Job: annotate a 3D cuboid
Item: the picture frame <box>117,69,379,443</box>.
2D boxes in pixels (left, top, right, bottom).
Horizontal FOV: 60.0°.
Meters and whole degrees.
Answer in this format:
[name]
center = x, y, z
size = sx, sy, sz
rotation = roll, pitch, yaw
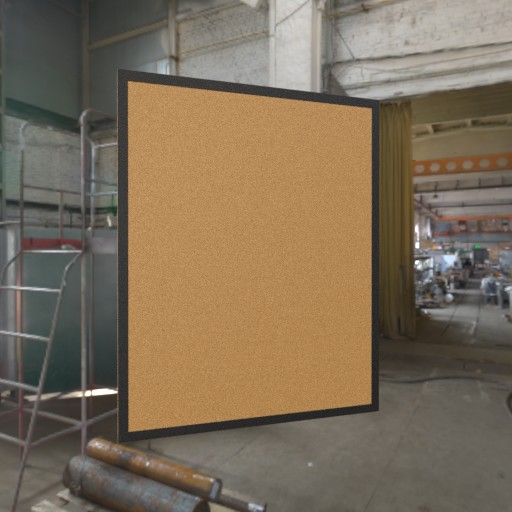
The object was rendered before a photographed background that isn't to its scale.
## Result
[picture frame]
center = 0.000, 0.000, 0.707
size = 0.421, 0.526, 0.046
rotation = 0, 0, -17
